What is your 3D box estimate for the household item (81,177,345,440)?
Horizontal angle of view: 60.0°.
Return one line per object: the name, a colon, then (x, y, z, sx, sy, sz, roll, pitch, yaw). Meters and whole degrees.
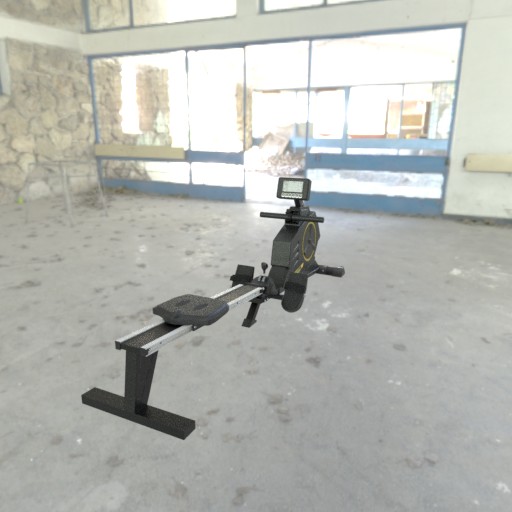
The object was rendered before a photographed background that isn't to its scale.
household item: (0.000, 0.000, 2.623, 0.521, 0.810, 2.251, 8, 18, 25)
